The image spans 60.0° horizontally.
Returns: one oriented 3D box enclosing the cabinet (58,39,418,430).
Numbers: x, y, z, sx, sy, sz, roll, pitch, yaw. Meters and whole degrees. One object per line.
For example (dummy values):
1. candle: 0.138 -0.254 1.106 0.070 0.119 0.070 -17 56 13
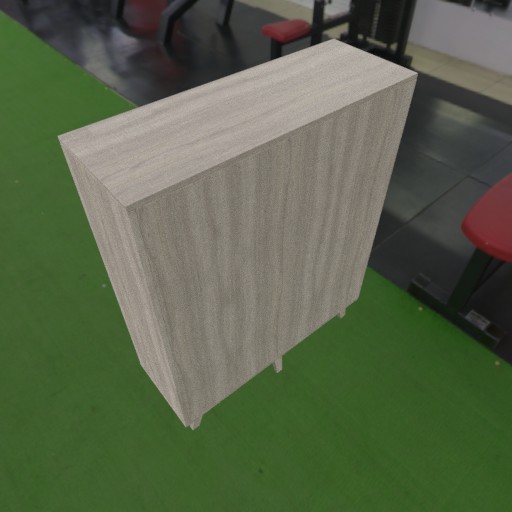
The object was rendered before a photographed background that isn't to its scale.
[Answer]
1. cabinet: 0.000 0.000 1.877 1.111 1.388 0.398 -31 54 -26
